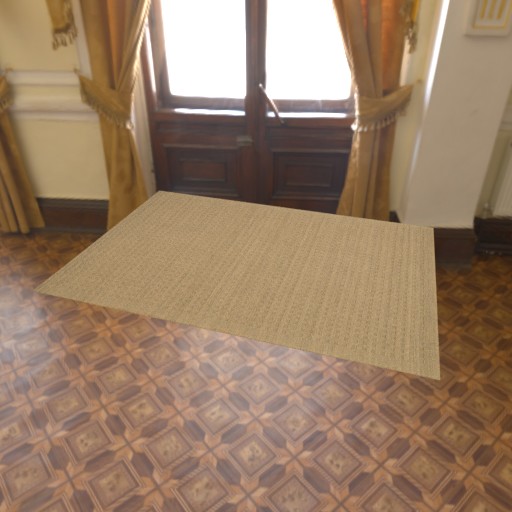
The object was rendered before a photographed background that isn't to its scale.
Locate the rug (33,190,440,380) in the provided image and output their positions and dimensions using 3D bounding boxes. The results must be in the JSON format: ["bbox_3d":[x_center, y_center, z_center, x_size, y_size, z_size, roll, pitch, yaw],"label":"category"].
[{"bbox_3d":[0.000,0.000,3.770,2.895,0.006,1.981,10,33,15],"label":"rug"}]
